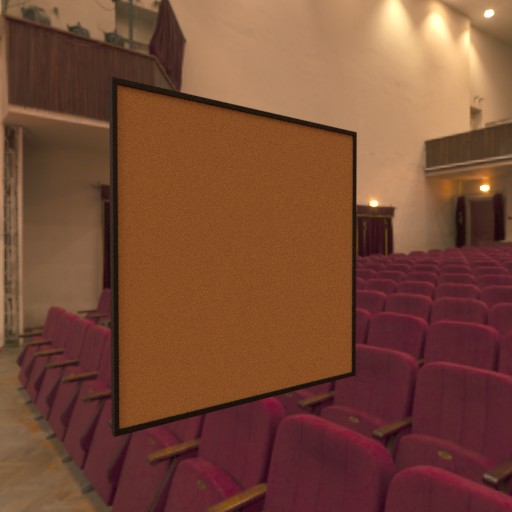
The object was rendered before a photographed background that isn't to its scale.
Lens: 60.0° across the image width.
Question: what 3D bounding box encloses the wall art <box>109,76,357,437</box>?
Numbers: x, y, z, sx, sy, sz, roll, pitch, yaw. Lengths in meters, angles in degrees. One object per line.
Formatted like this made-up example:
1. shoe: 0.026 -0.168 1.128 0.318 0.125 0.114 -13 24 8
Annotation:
1. wall art: 0.000 0.000 0.703 0.458 0.457 0.013 -1 2 -36
